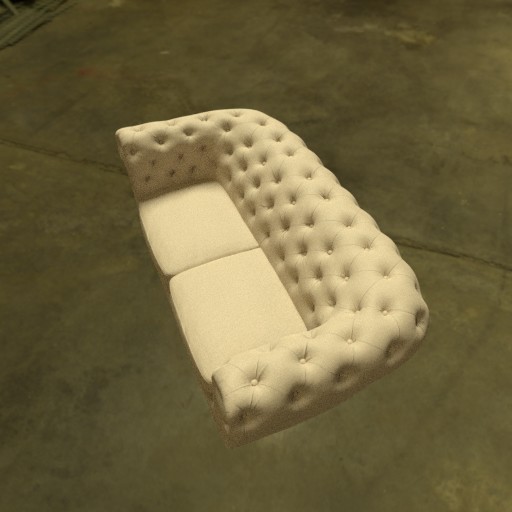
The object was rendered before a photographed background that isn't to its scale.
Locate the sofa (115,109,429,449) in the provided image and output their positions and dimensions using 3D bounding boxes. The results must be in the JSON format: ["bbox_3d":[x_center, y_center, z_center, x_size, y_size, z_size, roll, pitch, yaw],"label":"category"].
[{"bbox_3d":[0.000,0.000,2.471,1.069,0.835,1.988,-18,50,-16],"label":"sofa"}]
